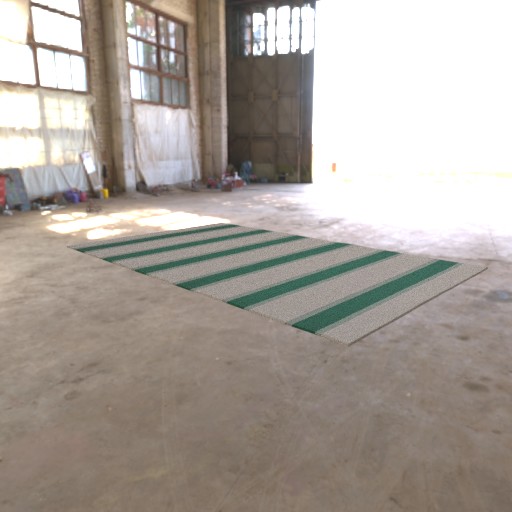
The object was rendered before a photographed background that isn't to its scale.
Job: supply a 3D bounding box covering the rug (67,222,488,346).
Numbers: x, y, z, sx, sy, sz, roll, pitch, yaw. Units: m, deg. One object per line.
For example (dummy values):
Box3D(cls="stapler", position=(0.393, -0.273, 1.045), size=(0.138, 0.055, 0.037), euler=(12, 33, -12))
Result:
Box3D(cls="rug", position=(0.000, 0.000, 2.973), size=(2.436, 0.015, 1.521), euler=(13, 19, 43))
